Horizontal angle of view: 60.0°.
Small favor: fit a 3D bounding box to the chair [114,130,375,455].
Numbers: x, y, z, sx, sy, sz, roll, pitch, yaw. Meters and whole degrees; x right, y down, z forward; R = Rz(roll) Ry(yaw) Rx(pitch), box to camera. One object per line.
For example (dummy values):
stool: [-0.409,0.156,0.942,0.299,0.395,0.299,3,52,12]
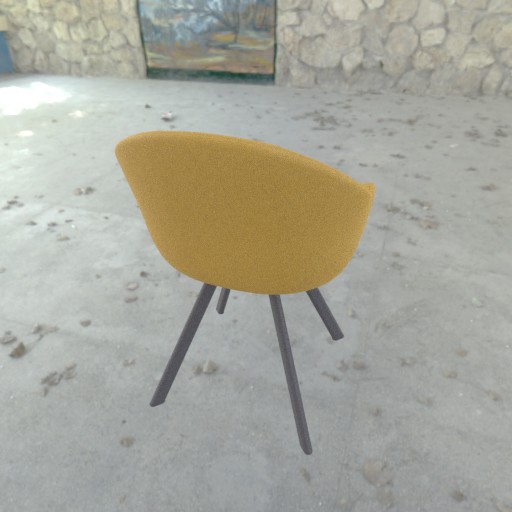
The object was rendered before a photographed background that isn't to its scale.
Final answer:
chair: [0.000,0.000,1.166,0.551,0.793,0.583,10,33,17]
